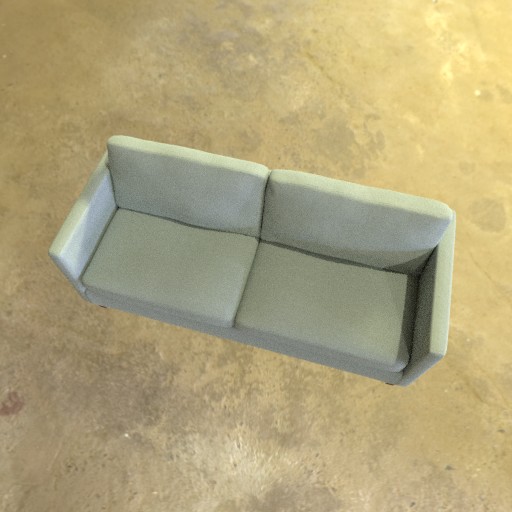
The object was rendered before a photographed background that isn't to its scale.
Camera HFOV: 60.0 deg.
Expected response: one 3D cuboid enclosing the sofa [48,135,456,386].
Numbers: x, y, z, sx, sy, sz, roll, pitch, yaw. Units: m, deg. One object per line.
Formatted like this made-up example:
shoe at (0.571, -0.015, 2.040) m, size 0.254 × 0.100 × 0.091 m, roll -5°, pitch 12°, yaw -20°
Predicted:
sofa at (0.000, 0.000, 2.762) m, size 2.208 × 0.965 × 0.951 m, roll 14°, pitch 61°, yaw 8°
